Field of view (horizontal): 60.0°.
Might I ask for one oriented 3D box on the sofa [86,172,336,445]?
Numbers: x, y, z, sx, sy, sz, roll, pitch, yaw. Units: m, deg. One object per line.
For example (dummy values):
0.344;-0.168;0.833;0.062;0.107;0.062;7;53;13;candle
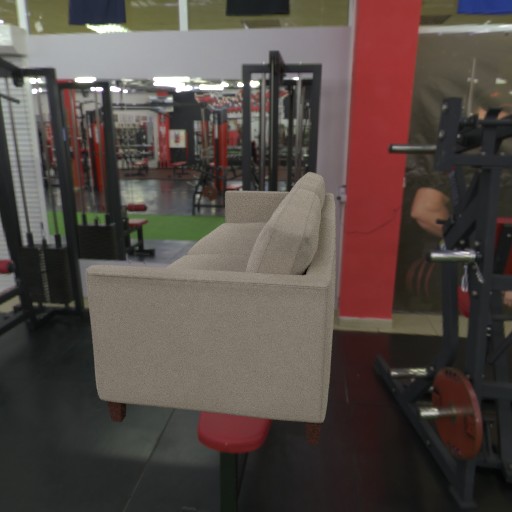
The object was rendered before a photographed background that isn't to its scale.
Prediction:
0.000;0.000;2.823;0.988;0.912;2.404;3;16;9;sofa
